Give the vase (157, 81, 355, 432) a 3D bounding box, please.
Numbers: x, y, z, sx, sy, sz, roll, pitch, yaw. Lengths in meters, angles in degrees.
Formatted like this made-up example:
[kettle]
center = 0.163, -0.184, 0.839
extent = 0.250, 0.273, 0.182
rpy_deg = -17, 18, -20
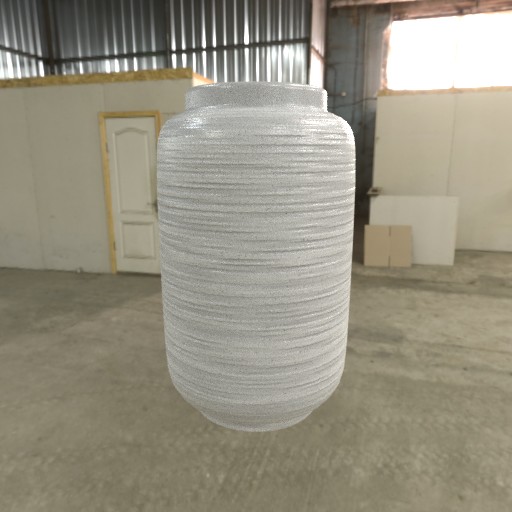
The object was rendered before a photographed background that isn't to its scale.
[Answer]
[vase]
center = 0.000, 0.000, 0.478
extent = 0.202, 0.335, 0.202
rpy_deg = 0, 14, 0
